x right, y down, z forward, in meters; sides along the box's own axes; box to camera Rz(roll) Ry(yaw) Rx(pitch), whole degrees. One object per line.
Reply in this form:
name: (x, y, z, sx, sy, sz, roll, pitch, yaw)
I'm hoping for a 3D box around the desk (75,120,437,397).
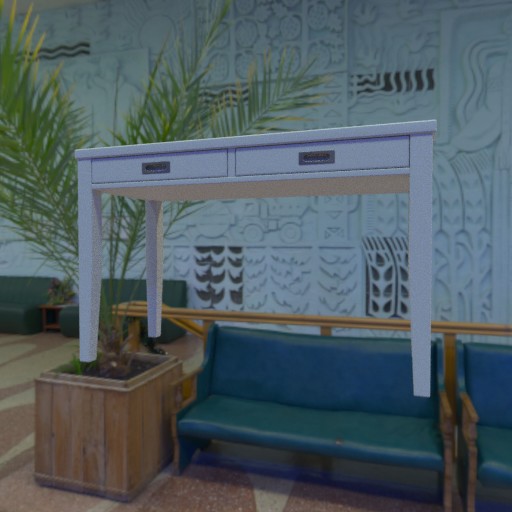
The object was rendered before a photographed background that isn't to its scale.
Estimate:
desk: (0.000, 0.000, 1.664, 1.220, 0.775, 0.508, 1, 2, 19)
